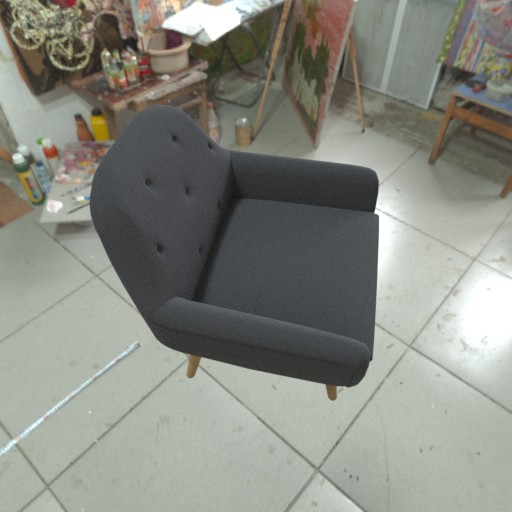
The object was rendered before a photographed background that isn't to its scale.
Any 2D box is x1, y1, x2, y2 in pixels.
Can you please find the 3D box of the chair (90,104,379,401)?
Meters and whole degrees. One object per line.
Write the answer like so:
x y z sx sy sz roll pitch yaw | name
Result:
0.000 0.000 1.439 0.779 0.800 0.770 9 49 8 | chair
